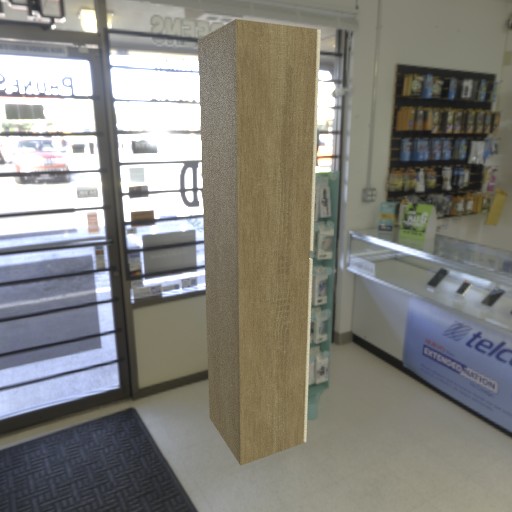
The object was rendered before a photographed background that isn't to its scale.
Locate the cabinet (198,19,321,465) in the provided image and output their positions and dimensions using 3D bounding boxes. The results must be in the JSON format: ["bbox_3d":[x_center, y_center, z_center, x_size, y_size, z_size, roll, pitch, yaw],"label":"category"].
[{"bbox_3d":[0.000,0.000,1.539,0.270,1.400,0.300,-8,17,-26],"label":"cabinet"}]
